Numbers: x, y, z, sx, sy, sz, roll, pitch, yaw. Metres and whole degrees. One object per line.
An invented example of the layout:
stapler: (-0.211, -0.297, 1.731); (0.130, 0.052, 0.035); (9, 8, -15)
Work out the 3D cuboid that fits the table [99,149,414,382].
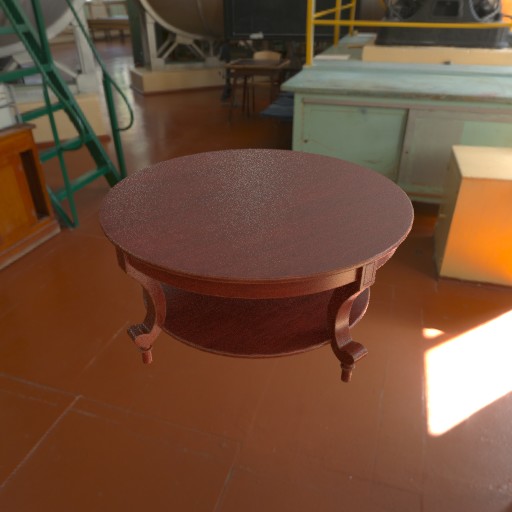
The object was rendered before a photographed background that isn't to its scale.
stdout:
table: (0.000, 0.000, 1.629); (1.029, 0.486, 1.029); (0, 31, 0)
